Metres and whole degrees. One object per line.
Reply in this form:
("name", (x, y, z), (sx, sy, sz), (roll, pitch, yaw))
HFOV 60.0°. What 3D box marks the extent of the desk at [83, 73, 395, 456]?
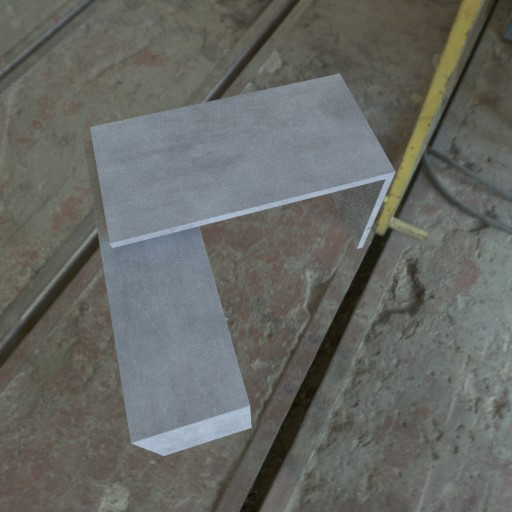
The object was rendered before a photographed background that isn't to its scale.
("desk", (0.000, 0.000, 2.289), (1.400, 0.740, 1.500), (-15, 63, -8))
